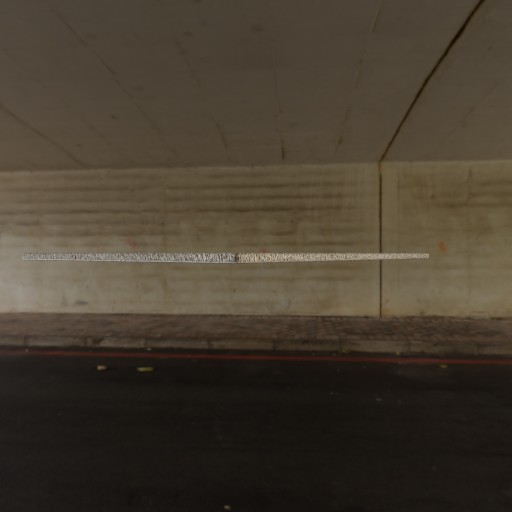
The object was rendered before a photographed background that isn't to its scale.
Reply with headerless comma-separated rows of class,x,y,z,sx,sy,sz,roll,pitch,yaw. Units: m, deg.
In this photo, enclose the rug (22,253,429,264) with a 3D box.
rug,0.000,0.000,2.264,1.219,0.030,1.778,0,0,37
